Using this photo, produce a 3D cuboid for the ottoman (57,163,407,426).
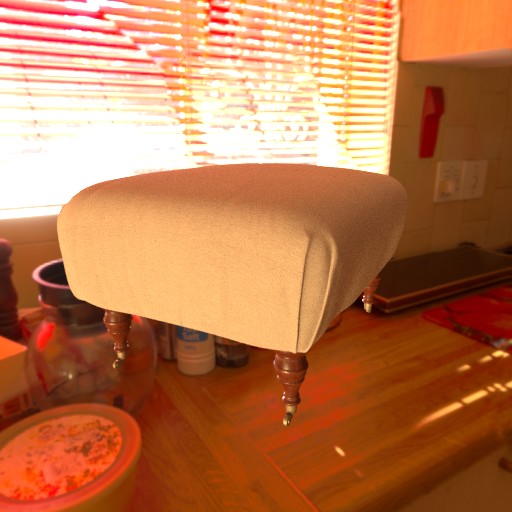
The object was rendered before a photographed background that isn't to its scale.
[{"bbox_3d":[0.000,0.000,1.127,0.622,0.450,0.746,9,18,27],"label":"ottoman"}]
